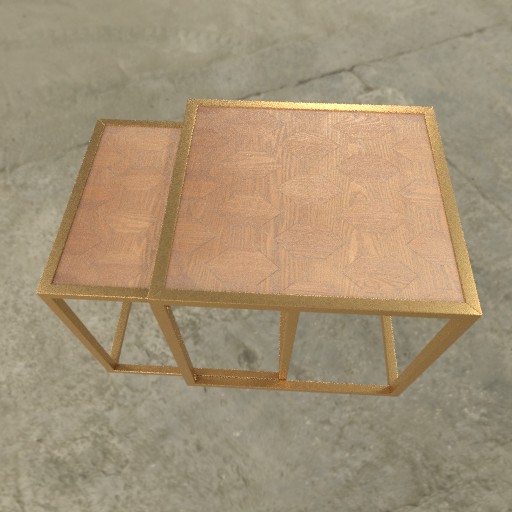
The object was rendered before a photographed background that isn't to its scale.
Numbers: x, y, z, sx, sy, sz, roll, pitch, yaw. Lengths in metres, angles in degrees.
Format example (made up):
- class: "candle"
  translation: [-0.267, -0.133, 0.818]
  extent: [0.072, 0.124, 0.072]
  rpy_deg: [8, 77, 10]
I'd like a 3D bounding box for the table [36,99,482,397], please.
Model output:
- class: "table"
  translation: [0.000, 0.000, 1.072]
  extent: [0.762, 0.505, 0.505]
  rpy_deg: [2, 58, 1]
